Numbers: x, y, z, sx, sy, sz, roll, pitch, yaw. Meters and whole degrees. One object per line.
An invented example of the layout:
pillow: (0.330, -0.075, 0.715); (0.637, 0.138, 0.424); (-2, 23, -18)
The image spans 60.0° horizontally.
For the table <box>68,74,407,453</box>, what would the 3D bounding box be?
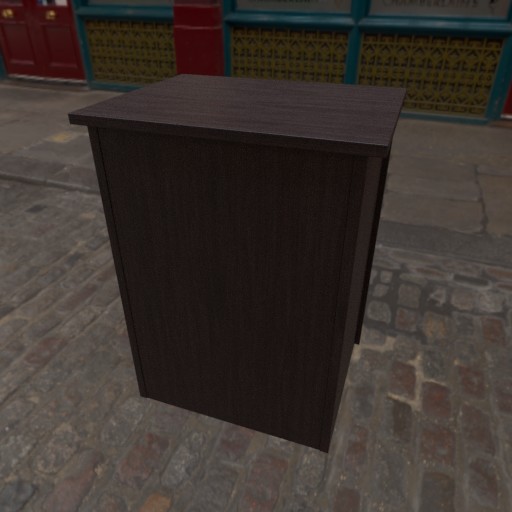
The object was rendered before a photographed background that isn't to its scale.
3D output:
table: (0.000, 0.000, 0.931); (0.480, 0.635, 0.381); (10, 33, 17)
